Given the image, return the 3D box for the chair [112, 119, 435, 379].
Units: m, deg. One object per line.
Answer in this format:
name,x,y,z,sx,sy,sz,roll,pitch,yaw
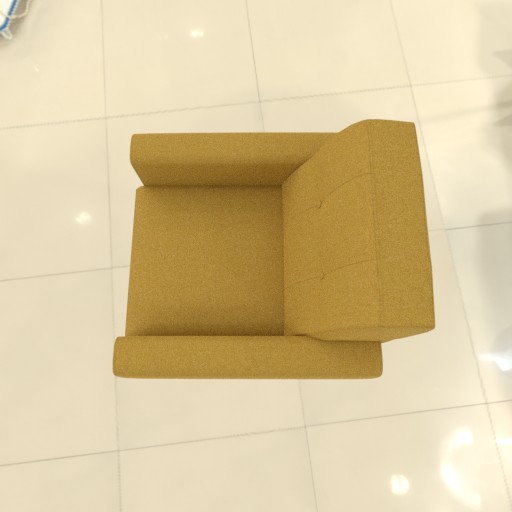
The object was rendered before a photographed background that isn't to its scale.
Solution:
chair,0.000,0.000,1.551,0.909,0.841,0.831,0,75,0
